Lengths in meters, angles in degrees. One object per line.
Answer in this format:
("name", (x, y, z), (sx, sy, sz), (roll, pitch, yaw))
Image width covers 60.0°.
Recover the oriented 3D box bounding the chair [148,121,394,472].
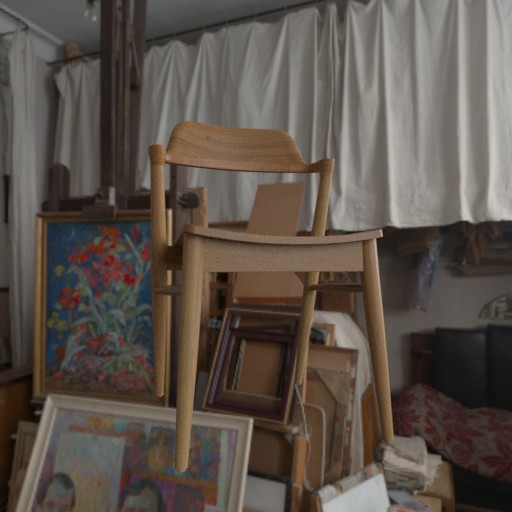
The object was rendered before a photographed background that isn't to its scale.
("chair", (0.000, 0.000, 1.107), (0.512, 0.792, 0.499), (0, -1, -17))
